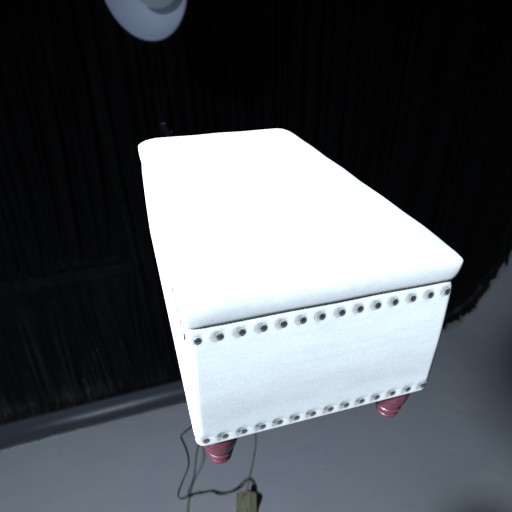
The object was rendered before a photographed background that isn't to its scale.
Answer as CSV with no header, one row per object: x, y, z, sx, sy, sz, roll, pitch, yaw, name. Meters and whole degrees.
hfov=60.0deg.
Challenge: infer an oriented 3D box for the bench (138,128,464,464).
0.000,0.000,1.174,0.500,0.449,0.887,-9,32,-15,bench
